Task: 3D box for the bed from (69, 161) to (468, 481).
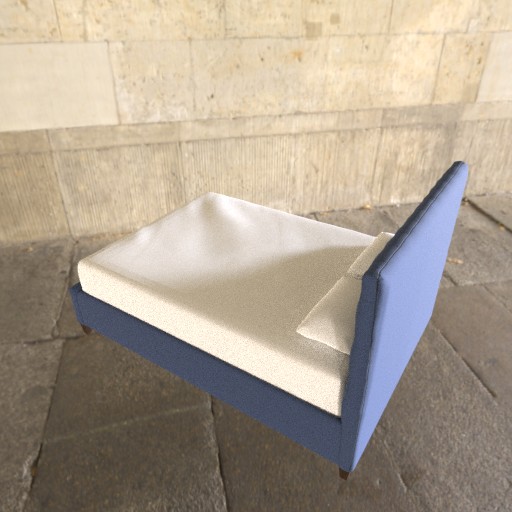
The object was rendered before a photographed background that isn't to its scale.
[{"bbox_3d":[0.000,0.000,3.320,2.387,1.427,1.706,19,36,28],"label":"bed"}]
